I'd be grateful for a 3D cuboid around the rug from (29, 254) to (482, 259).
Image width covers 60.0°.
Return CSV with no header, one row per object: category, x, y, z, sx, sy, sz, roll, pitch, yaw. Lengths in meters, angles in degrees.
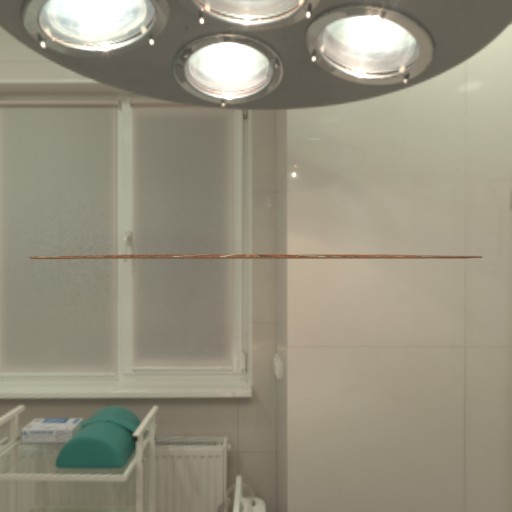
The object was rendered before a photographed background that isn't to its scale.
rug,0.000,0.000,4.227,3.092,0.023,2.479,0,0,0
